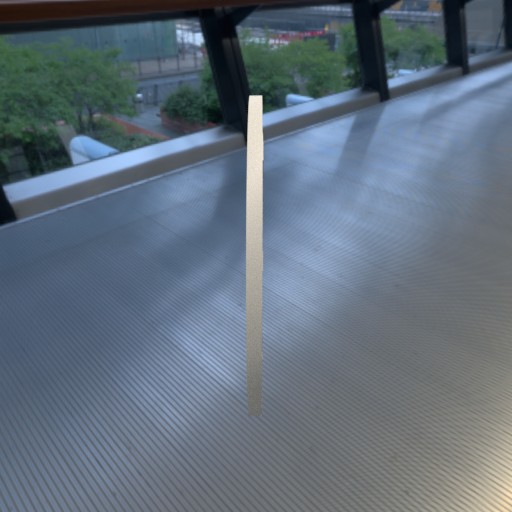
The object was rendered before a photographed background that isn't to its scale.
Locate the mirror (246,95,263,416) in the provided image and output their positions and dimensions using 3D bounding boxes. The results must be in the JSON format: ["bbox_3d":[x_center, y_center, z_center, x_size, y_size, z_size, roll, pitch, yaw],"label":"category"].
[{"bbox_3d":[0.000,0.000,1.345,0.038,0.914,0.914,0,32,0],"label":"mirror"}]
